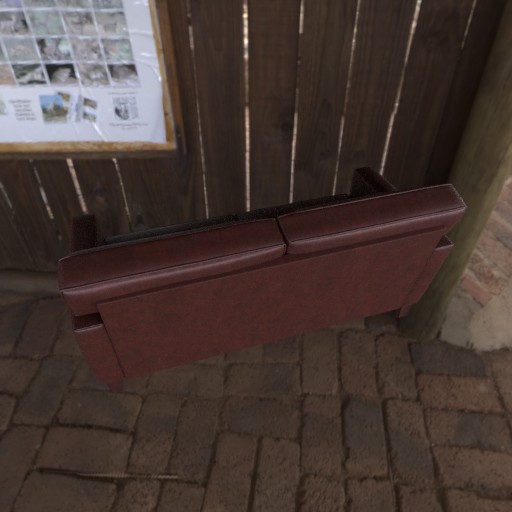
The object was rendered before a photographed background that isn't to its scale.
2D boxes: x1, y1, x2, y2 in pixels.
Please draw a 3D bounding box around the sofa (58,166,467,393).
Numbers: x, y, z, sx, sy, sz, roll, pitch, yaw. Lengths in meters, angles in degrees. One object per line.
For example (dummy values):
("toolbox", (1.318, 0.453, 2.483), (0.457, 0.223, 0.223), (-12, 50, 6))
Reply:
("sofa", (0.000, 0.000, 2.401), (1.876, 0.928, 0.912), (-12, 42, -14))
